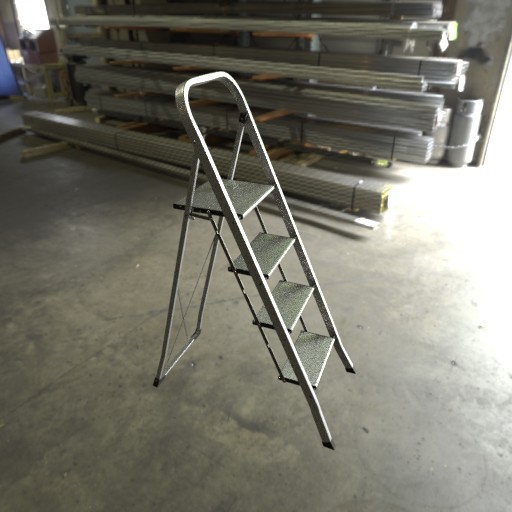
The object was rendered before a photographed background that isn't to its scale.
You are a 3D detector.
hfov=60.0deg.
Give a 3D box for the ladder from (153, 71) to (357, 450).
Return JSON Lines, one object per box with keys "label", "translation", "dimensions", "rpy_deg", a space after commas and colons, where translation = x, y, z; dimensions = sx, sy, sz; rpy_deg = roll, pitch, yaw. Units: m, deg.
{"label": "ladder", "translation": [0.000, 0.000, 1.707], "dimensions": [0.830, 1.290, 0.465], "rpy_deg": [11, 30, 19]}
